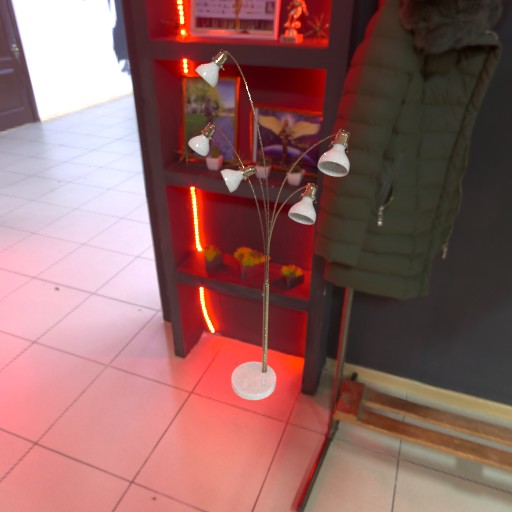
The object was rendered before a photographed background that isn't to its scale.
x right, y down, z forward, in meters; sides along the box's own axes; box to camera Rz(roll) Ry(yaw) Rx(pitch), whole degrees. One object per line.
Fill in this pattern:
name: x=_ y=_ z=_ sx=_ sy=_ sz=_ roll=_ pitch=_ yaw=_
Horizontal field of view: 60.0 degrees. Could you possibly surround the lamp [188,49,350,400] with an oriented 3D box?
lamp: x=0.000 y=0.000 z=2.956 sx=0.361 sy=2.423 sz=1.405 roll=-21 pitch=37 yaw=-31
